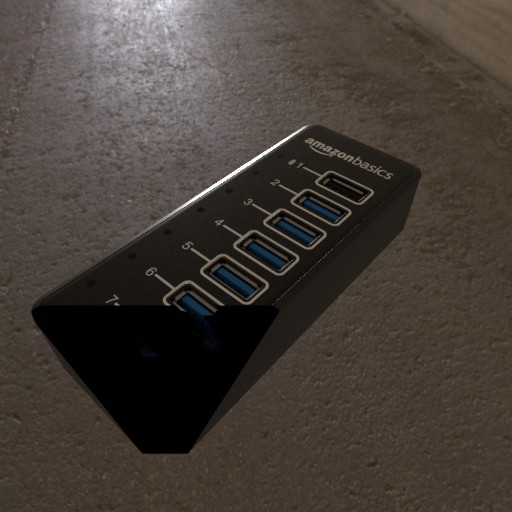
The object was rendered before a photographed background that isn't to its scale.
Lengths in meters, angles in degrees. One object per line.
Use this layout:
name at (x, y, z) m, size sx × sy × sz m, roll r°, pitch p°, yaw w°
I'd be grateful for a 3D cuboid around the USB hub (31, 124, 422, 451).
USB hub at (0.000, 0.000, 0.126) m, size 0.044 × 0.023 × 0.110 m, roll 33°, pitch 55°, yaw 27°
